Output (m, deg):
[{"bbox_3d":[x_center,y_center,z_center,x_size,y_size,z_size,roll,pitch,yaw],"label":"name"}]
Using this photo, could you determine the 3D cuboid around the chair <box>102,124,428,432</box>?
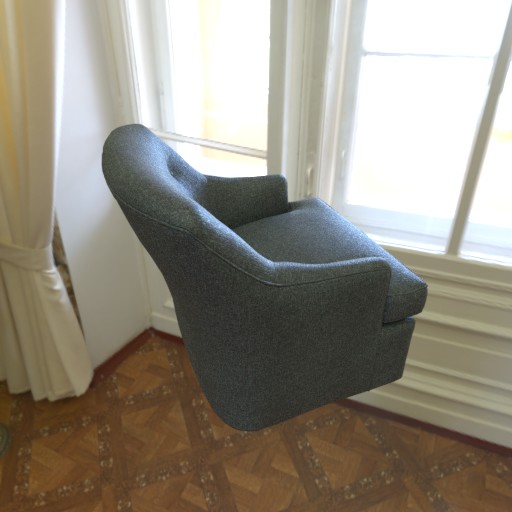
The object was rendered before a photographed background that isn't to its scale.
[{"bbox_3d":[0.000,0.000,1.577,0.923,0.856,0.864,-11,33,-18],"label":"chair"}]
